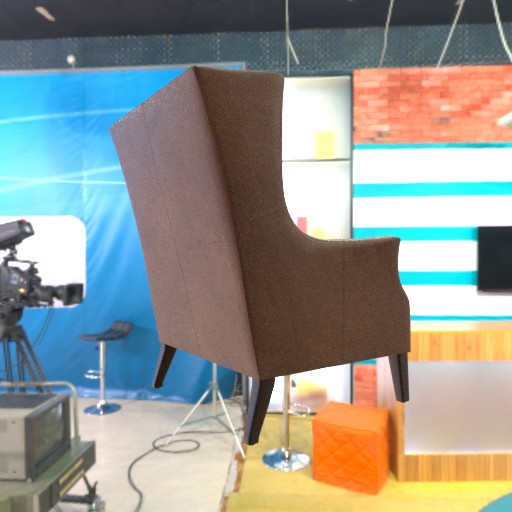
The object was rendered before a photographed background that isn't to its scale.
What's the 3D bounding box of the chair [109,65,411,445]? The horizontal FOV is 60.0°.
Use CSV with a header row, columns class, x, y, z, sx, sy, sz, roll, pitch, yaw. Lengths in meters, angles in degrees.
class,x,y,z,sx,sy,sz,roll,pitch,yaw
chair,0.000,0.000,1.705,0.913,1.088,0.815,0,0,-36
